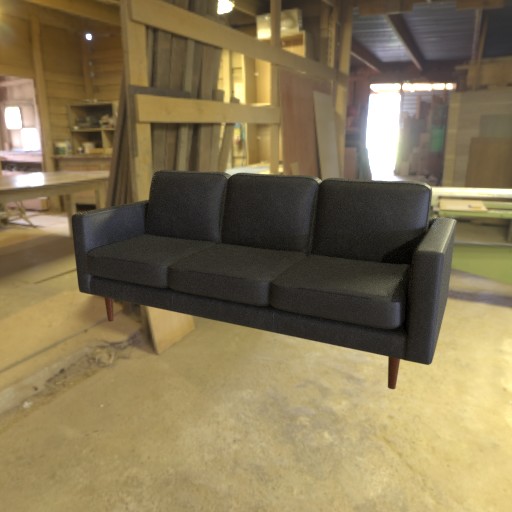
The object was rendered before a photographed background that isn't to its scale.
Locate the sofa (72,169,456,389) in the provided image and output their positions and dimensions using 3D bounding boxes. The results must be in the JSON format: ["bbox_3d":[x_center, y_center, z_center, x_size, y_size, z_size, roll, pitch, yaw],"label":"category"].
[{"bbox_3d":[0.000,0.000,2.555,2.029,0.899,0.879,7,17,26],"label":"sofa"}]
